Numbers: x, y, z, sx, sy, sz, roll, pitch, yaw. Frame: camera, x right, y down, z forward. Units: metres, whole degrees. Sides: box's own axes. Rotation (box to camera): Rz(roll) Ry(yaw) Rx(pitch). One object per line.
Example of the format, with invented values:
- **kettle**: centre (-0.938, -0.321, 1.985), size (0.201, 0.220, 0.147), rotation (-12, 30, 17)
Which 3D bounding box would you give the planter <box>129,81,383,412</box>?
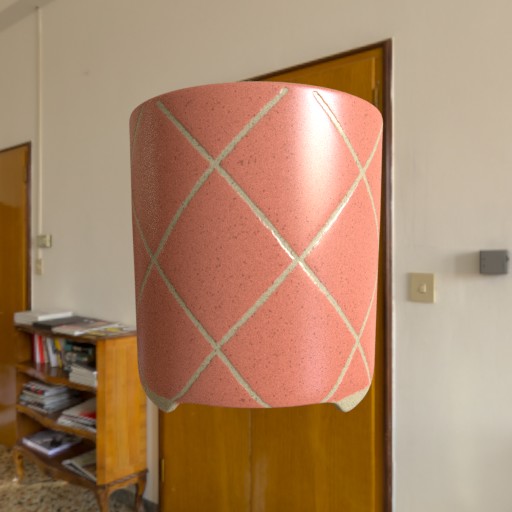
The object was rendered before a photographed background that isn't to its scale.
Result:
- **planter**: centre (0.000, 0.000, 0.346), size (0.191, 0.200, 0.191), rotation (0, 0, 0)
